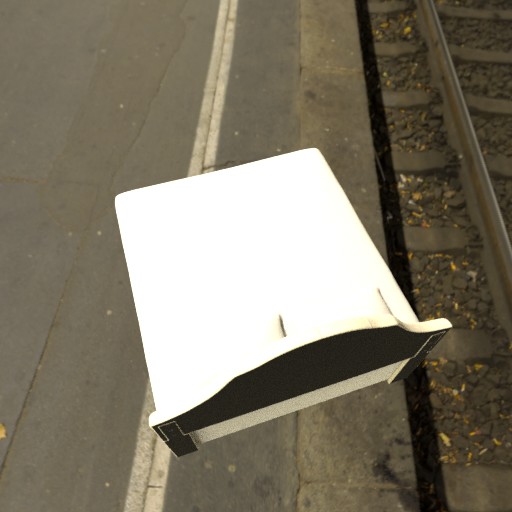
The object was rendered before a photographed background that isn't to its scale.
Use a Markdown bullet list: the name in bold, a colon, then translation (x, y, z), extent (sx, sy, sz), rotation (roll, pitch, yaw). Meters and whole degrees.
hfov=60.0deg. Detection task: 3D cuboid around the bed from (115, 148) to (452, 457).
- **bed**: translation (0.000, 0.000, 3.367), extent (2.012, 1.555, 2.086), rotation (-15, 58, -10)
